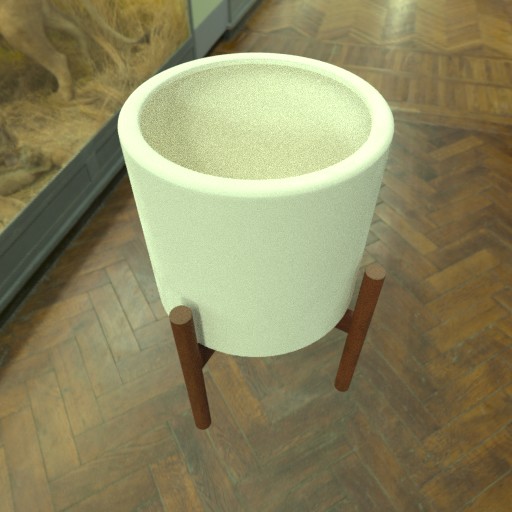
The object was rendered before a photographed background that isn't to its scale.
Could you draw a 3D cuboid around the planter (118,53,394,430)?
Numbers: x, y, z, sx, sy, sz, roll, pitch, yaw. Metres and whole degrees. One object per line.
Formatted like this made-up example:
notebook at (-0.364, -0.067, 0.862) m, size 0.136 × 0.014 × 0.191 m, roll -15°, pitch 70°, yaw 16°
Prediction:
planter at (0.000, 0.000, 0.494) m, size 0.224 × 0.358 × 0.224 m, roll -11°, pitch 48°, yaw -10°
